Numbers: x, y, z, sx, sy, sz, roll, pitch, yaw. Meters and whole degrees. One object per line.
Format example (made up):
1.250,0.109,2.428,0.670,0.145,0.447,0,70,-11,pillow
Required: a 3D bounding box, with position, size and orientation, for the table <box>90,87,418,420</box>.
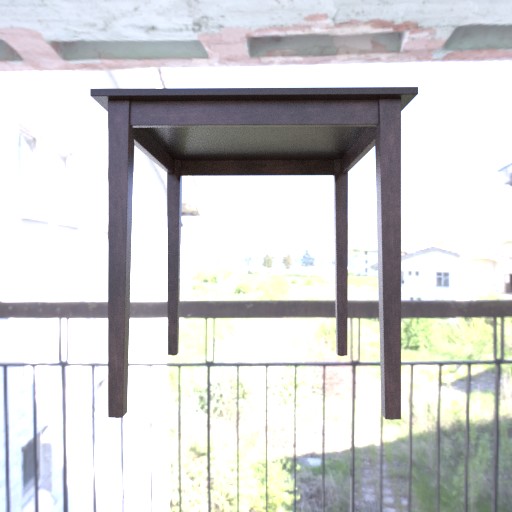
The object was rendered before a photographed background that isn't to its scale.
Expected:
0.000,0.000,1.386,0.749,0.770,0.749,0,0,1,table
